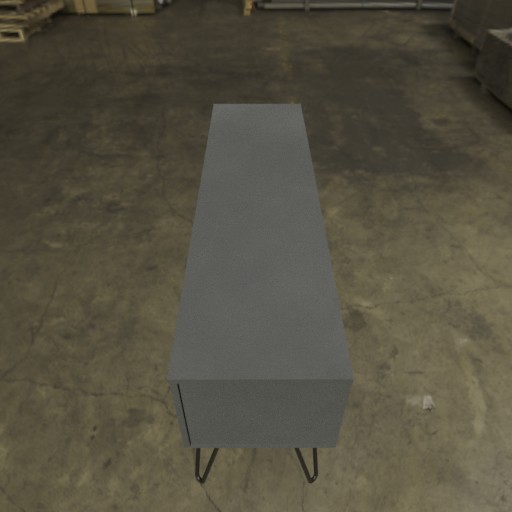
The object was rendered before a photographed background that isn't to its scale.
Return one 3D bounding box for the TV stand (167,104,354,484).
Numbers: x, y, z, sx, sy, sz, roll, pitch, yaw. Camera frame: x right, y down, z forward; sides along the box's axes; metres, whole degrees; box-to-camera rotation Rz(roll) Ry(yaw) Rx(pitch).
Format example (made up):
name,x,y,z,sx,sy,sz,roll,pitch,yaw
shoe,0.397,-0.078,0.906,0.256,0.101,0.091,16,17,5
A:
name,x,y,z,sx,sy,sz,roll,pitch,yaw
TV stand,0.000,0.000,1.623,0.400,0.560,1.400,0,41,0
